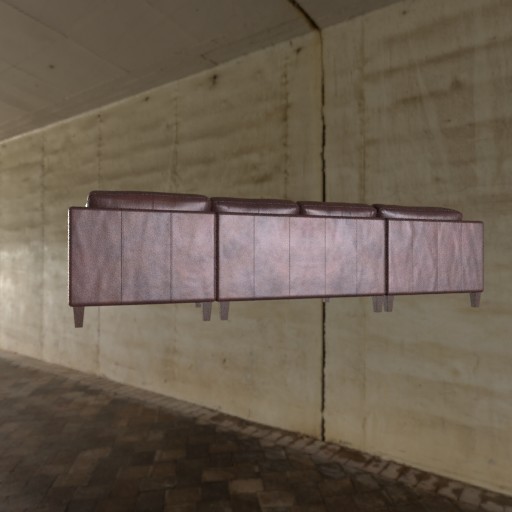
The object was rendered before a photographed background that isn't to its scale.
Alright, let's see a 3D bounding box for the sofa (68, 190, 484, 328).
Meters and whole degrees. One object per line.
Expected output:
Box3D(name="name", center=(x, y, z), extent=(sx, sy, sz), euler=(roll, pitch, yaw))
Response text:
Box3D(name="sofa", center=(0.000, 0.000, 4.409), extent=(3.324, 0.891, 2.452), euler=(0, 0, -20))
